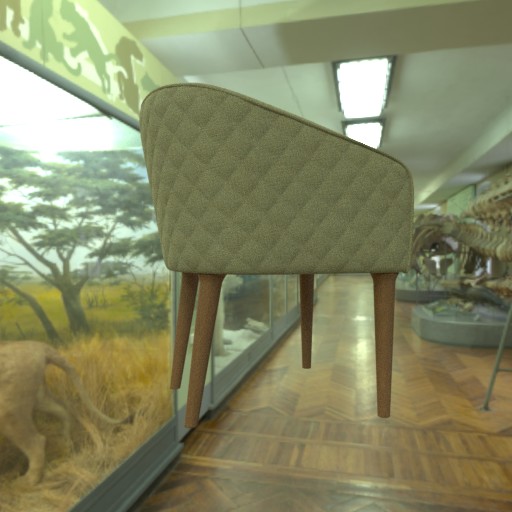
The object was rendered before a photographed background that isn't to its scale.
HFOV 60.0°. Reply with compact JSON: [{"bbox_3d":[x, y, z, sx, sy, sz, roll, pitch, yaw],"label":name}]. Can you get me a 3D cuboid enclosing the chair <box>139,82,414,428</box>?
[{"bbox_3d":[0.000,0.000,1.214,0.616,0.775,0.584,0,1,-17],"label":"chair"}]
